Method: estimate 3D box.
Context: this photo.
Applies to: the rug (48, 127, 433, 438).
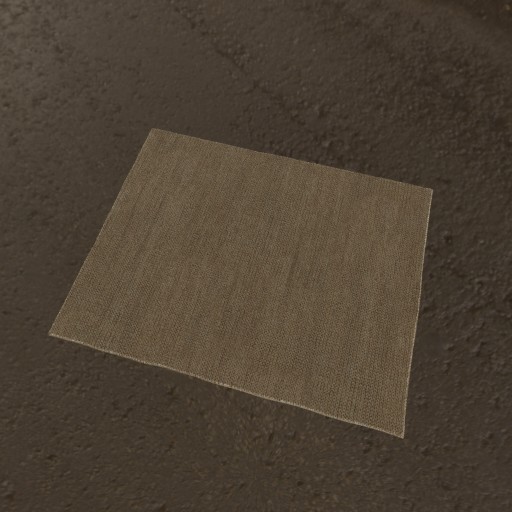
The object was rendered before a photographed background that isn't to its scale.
[{"bbox_3d":[0.000,0.000,4.141,3.052,0.030,2.429,14,64,7],"label":"rug"}]
